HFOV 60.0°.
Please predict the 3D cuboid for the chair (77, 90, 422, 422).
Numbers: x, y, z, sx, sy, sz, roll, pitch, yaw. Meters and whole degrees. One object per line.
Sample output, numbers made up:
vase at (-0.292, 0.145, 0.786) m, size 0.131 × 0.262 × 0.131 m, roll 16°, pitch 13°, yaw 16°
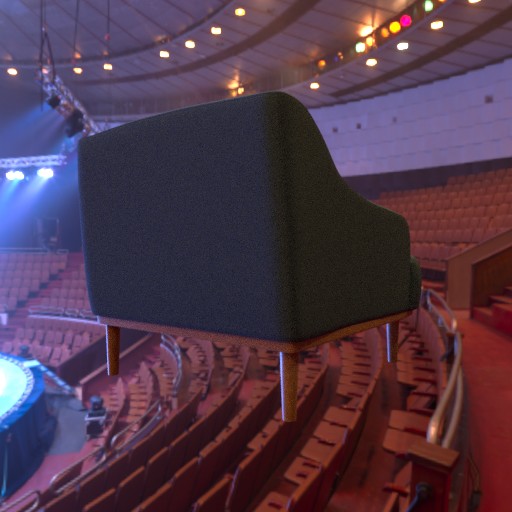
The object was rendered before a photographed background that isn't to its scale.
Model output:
chair at (0.000, 0.000, 1.612) m, size 0.946 × 0.818 × 0.951 m, roll 0°, pitch 1°, yaw 35°
